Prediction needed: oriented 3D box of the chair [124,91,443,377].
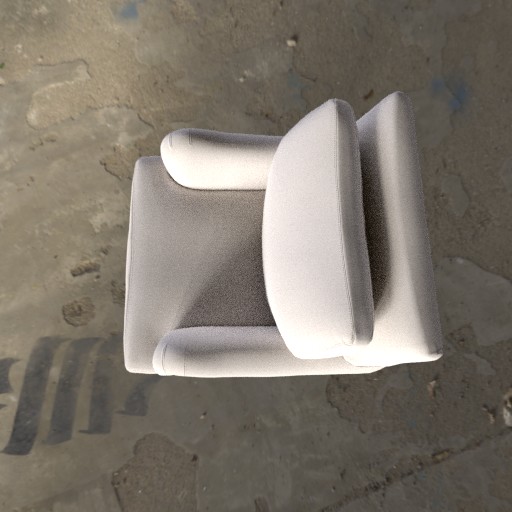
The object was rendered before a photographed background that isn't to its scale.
[{"bbox_3d":[0.000,0.000,1.818,1.070,1.038,0.955,-1,75,0],"label":"chair"}]
